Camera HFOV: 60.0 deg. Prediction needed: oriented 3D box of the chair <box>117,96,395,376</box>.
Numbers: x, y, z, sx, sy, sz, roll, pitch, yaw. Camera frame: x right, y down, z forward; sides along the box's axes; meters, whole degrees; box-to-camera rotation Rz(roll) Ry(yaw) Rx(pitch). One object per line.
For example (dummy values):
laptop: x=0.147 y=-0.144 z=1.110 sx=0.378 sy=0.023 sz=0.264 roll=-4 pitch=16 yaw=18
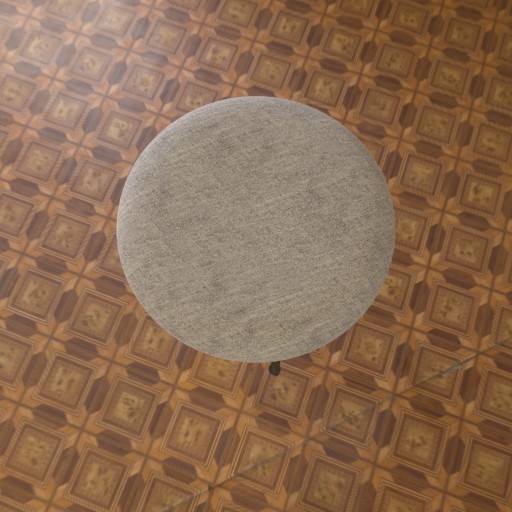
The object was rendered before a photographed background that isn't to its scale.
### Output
chair: x=0.000 y=0.000 z=0.648 sx=0.350 sy=0.386 sz=0.350 roll=-11 pitch=76 yaw=-3
